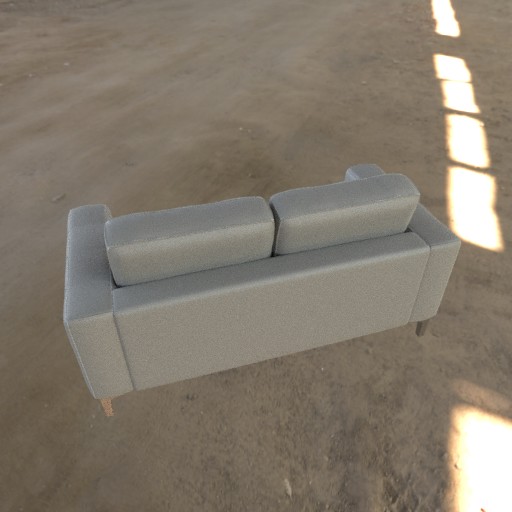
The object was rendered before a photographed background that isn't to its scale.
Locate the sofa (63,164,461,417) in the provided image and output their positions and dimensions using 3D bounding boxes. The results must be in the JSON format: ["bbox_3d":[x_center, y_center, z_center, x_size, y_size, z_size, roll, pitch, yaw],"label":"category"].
[{"bbox_3d":[0.000,0.000,2.202,1.726,0.892,0.833,-11,40,-13],"label":"sofa"}]
